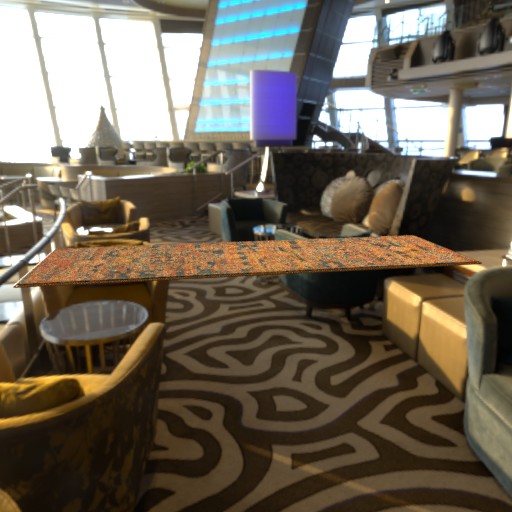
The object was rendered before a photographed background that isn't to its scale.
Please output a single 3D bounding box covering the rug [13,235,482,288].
[{"bbox_3d":[0.000,0.000,1.959,1.820,0.013,0.556,-2,15,-10],"label":"rug"}]
